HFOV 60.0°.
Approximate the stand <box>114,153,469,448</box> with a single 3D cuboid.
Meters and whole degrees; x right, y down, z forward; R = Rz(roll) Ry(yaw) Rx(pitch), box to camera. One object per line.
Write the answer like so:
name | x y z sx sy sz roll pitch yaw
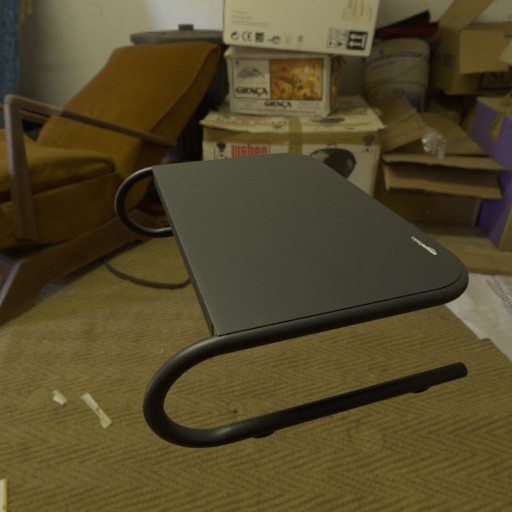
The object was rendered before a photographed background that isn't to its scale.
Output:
stand | 0.000 0.000 0.486 0.280 0.108 0.370 -10 32 -16
